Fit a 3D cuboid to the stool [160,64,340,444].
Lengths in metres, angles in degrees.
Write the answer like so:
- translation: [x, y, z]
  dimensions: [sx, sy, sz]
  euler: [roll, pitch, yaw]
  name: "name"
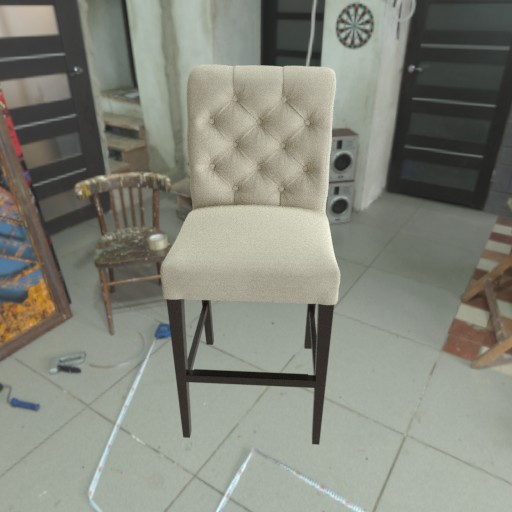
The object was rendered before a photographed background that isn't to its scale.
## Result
- translation: [0.000, 0.000, 1.475]
  dimensions: [0.482, 1.118, 0.610]
  euler: [2, 30, 3]
  name: "stool"
